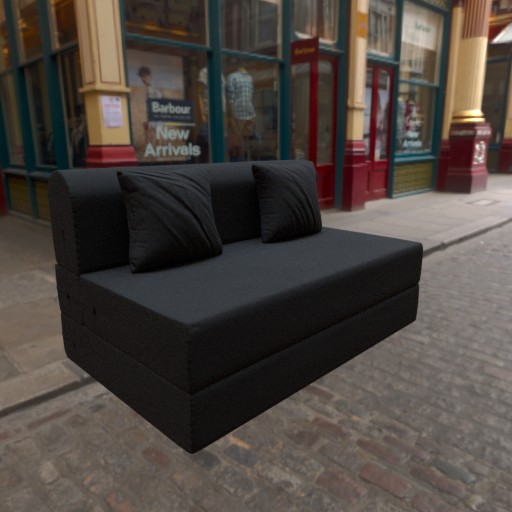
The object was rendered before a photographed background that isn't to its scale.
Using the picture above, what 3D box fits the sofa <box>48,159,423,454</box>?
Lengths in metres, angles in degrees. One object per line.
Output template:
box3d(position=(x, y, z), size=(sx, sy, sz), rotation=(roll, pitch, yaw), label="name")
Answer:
box3d(position=(0.000, 0.000, 1.683), size=(0.762, 0.670, 1.225), rotation=(14, 20, 43), label="sofa")
